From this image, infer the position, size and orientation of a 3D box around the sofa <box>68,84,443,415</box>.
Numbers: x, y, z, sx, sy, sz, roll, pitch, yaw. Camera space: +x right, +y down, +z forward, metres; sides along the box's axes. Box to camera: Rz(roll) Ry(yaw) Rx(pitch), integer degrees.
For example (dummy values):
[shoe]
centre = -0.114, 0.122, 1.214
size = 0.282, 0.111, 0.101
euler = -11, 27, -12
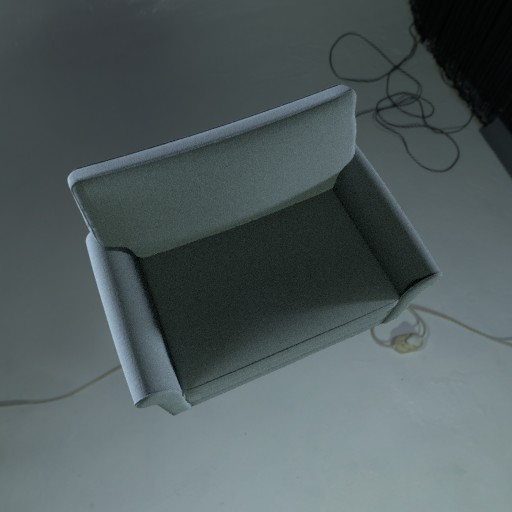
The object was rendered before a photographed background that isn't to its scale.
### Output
[sofa]
centre = 0.000, 0.000, 2.077
size = 1.410, 0.953, 0.940
euler = -21, 66, -10
